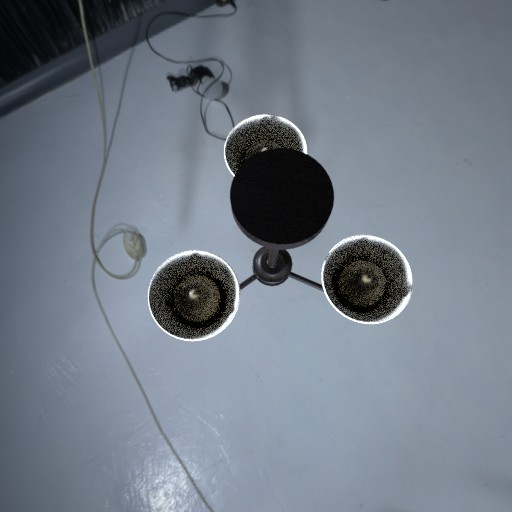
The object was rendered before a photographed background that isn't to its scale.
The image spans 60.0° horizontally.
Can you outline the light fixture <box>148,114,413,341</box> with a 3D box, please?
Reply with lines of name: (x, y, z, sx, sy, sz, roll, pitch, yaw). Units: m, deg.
light fixture: (0.000, 0.000, 0.682, 0.354, 0.370, 0.388, -34, 77, -9)
